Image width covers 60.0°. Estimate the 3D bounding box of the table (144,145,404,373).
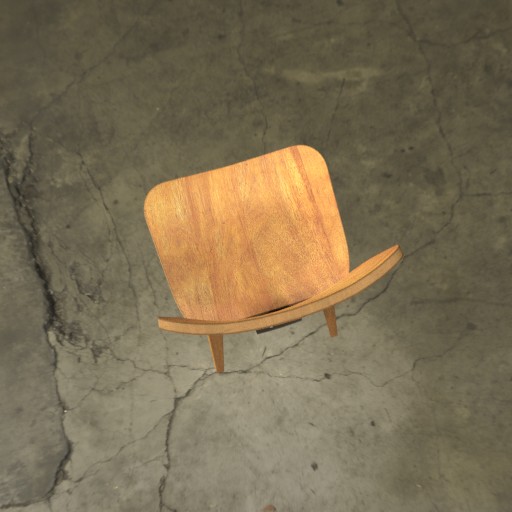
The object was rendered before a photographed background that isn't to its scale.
[{"bbox_3d":[0.000,0.000,1.138,0.499,0.805,0.500,-17,77,-4],"label":"table"}]
